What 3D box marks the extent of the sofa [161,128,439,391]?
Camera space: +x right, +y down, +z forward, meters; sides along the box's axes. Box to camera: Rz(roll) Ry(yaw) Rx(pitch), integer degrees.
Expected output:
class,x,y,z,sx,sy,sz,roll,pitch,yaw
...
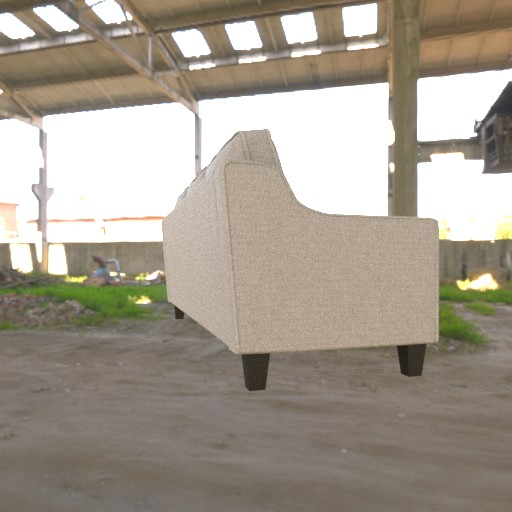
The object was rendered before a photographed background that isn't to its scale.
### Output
class,x,y,z,sx,sy,sz,roll,pitch,yaw
sofa,0.000,0.000,2.588,0.899,0.950,2.129,0,-1,-17
